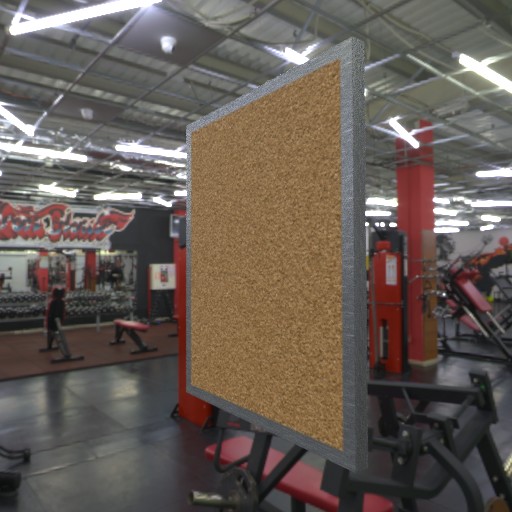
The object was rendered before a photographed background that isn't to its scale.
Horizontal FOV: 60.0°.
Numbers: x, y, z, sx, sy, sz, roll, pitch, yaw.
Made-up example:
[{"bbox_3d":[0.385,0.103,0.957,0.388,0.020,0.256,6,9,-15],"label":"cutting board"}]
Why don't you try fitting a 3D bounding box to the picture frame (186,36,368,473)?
[{"bbox_3d":[0.000,0.000,0.756,0.029,0.559,0.454,1,-2,-37],"label":"picture frame"}]
